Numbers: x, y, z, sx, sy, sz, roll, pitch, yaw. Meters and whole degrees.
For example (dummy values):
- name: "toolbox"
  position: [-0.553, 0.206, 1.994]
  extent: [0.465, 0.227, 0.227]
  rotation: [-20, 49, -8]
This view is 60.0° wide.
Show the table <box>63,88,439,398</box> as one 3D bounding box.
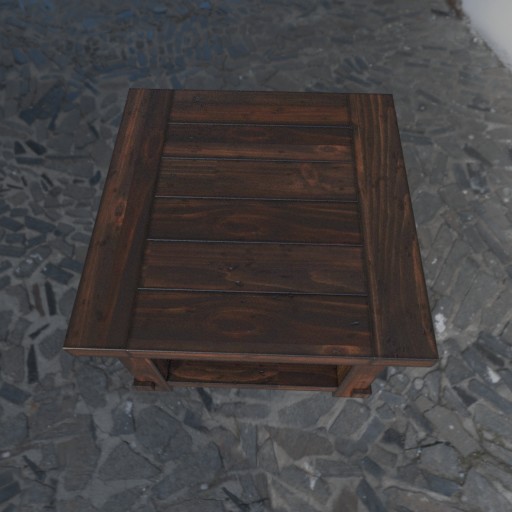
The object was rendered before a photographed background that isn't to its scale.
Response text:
- name: "table"
  position: [0.000, 0.000, 1.033]
  extent: [0.593, 0.437, 0.606]
  rotation: [2, 60, 1]
